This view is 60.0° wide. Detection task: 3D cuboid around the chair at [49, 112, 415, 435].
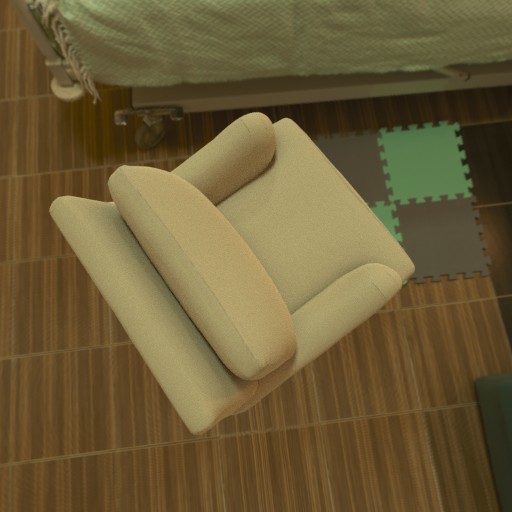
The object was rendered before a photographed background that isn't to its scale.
[{"bbox_3d":[0.000,0.000,1.878,1.070,1.038,0.955,-35,78,-9],"label":"chair"}]
